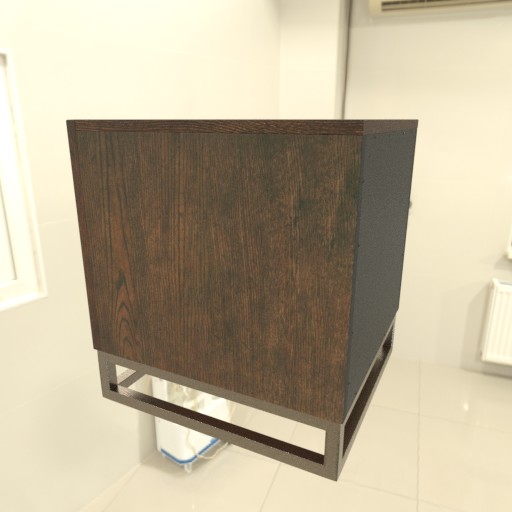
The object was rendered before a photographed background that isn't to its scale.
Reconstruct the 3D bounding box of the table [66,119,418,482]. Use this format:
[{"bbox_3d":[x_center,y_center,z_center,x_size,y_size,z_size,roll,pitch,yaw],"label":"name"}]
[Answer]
[{"bbox_3d":[0.000,0.000,0.989,0.566,0.582,0.506,8,19,26],"label":"table"}]
